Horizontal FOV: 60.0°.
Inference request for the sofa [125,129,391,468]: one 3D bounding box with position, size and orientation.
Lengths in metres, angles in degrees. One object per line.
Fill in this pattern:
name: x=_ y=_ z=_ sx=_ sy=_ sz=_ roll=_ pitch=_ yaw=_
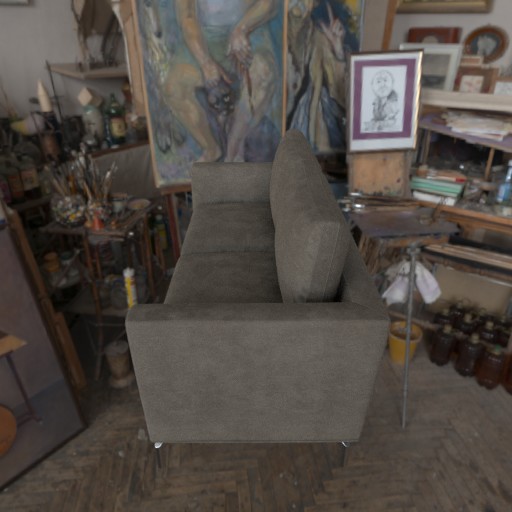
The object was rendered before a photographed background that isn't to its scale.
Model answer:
sofa: x=0.000 y=0.000 z=2.299 sx=0.855 sy=1.013 sz=1.832 roll=0 pitch=28 yaw=0
